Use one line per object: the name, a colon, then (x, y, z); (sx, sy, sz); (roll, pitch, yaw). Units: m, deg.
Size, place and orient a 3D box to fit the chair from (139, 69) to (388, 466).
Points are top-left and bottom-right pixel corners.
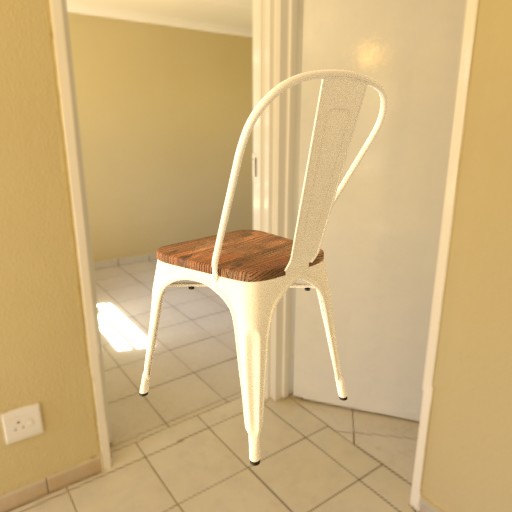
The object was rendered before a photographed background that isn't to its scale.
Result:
chair: (0.000, 0.000, 1.149); (0.521, 0.851, 0.452); (15, 22, 43)
